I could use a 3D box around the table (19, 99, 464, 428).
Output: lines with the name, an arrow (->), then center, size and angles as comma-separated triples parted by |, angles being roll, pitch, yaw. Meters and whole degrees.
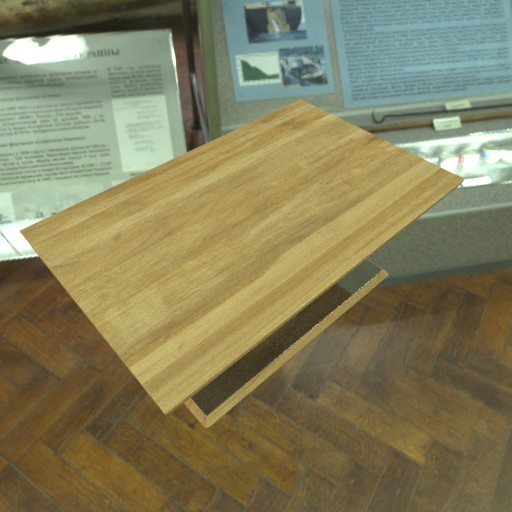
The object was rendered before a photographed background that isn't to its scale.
table -> 0.000, 0.000, 1.435 | 1.100, 0.441, 0.692 | -33, 55, -28
